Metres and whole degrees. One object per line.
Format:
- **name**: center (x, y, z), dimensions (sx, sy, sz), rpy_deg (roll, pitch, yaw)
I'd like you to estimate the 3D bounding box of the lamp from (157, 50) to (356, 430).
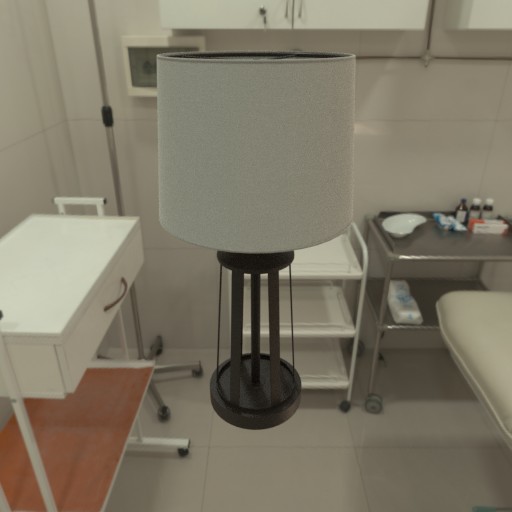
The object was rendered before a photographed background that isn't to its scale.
- **lamp**: center (0.000, 0.000, 0.614), dimensions (0.251, 0.509, 0.251), rpy_deg (0, 27, 0)
